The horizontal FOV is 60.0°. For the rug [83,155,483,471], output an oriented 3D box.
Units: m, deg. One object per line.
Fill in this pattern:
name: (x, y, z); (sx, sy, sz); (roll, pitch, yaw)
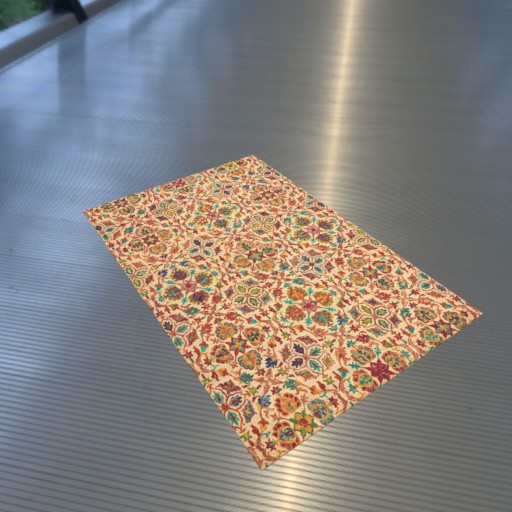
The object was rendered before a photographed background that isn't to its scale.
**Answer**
rug: (0.000, 0.000, 2.313); (1.226, 0.013, 1.838); (-24, 46, -26)
